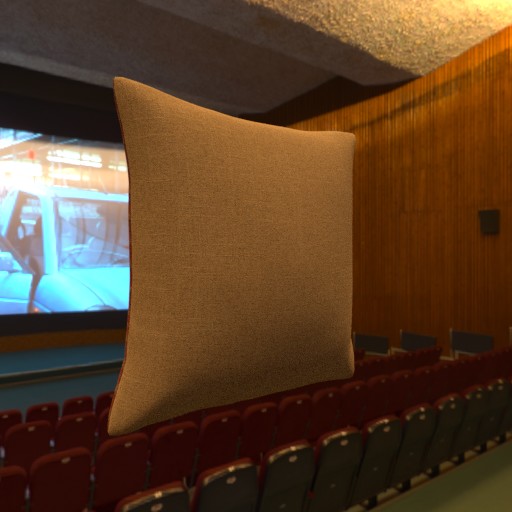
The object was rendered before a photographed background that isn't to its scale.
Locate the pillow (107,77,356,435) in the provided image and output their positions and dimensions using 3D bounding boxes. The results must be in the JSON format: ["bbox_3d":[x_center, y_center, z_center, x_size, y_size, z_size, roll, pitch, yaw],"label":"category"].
[{"bbox_3d":[0.000,0.000,0.768,0.511,0.503,0.182,0,0,-37],"label":"pillow"}]
